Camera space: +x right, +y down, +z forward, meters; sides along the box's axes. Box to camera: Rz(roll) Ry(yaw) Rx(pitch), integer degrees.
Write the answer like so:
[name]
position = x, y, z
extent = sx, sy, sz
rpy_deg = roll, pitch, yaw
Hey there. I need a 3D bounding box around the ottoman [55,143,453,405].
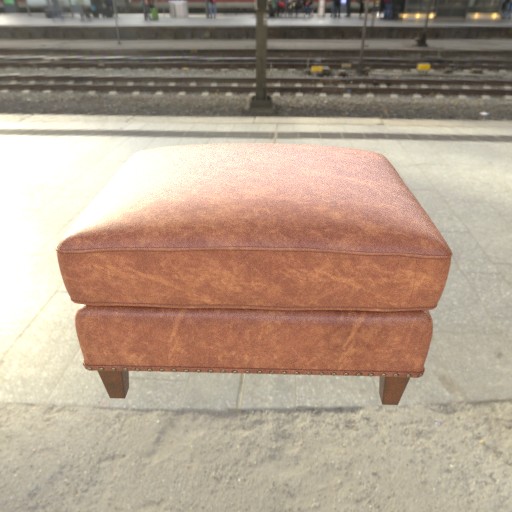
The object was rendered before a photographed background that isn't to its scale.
[ottoman]
position = 0.000, 0.000, 1.129
extent = 0.742, 0.486, 0.586
rpy_deg = 1, 30, 1
